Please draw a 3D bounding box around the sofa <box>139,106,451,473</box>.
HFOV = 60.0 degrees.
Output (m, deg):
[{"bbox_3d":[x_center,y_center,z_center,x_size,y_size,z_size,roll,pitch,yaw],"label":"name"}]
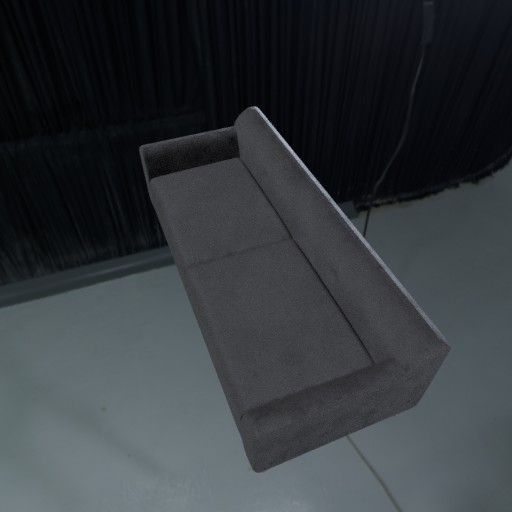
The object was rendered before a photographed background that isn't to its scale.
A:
[{"bbox_3d":[0.000,0.000,2.671,0.900,0.740,2.190,-16,49,-15],"label":"sofa"}]
